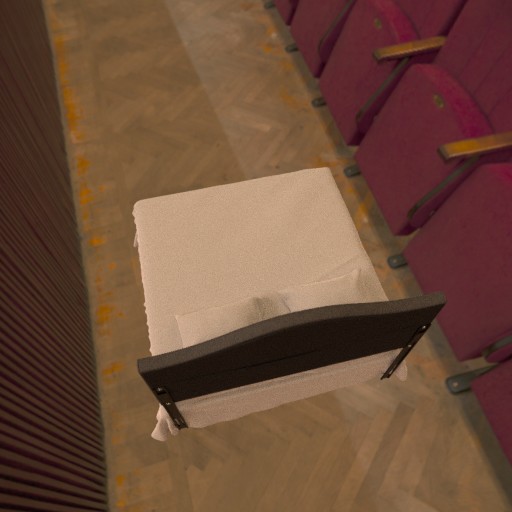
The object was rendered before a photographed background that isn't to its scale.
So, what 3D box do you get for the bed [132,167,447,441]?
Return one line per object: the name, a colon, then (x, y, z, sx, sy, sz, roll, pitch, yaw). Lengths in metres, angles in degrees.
bed: (0.000, 0.000, 3.771, 2.314, 1.651, 2.219, -11, 58, -7)
